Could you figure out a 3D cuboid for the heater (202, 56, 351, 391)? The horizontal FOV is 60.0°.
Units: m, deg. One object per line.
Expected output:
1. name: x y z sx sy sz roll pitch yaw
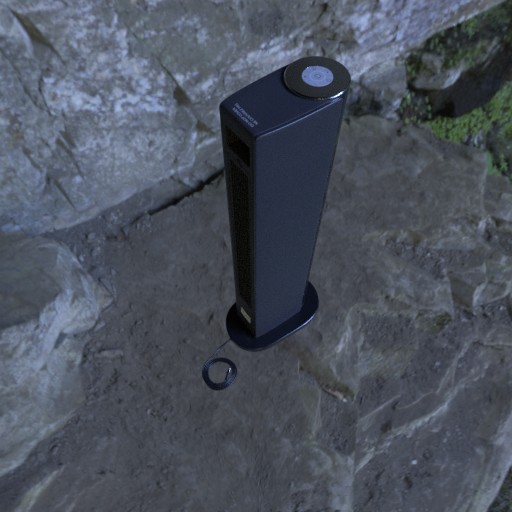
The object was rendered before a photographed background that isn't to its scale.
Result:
1. heater: 0.000 0.000 1.045 0.458 0.856 0.214 -33 64 -18
